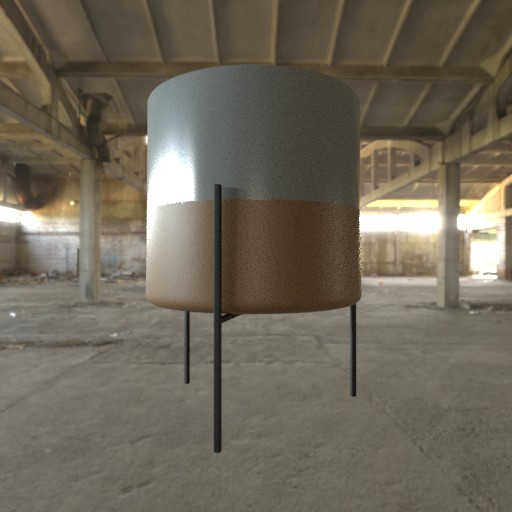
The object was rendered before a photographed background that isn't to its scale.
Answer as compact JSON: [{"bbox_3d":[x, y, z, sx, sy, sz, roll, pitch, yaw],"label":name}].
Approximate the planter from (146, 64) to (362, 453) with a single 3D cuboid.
[{"bbox_3d":[0.000,0.000,0.640,0.310,0.432,0.310,0,0,-1],"label":"planter"}]
